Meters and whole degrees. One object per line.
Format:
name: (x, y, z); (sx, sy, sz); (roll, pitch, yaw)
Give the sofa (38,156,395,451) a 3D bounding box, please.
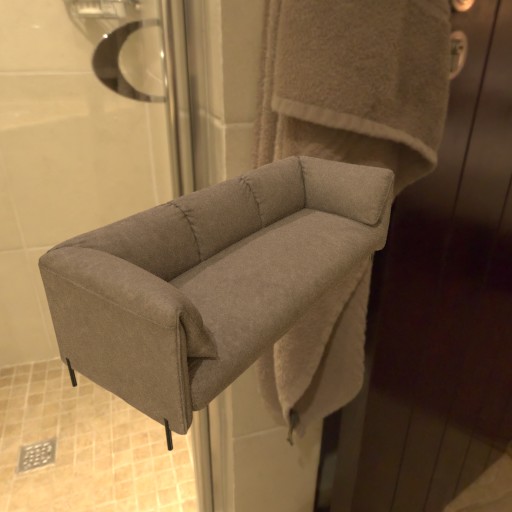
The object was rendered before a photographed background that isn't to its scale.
sofa: (0.000, 0.000, 2.690); (0.899, 0.758, 2.238); (17, 31, 31)
